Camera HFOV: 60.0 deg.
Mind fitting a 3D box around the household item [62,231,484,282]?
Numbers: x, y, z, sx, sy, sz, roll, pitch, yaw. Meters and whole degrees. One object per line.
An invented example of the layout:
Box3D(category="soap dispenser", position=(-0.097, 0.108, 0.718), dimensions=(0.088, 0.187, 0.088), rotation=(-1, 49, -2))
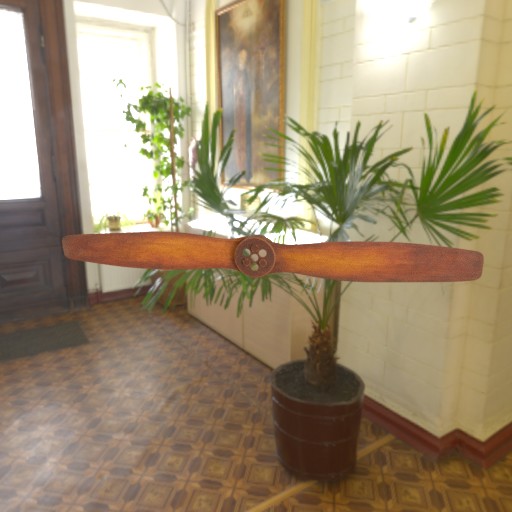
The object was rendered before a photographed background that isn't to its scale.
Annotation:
Box3D(category="household item", position=(0.000, 0.000, 1.234), dimensions=(1.181, 0.121, 0.051), rotation=(2, 14, 10))
